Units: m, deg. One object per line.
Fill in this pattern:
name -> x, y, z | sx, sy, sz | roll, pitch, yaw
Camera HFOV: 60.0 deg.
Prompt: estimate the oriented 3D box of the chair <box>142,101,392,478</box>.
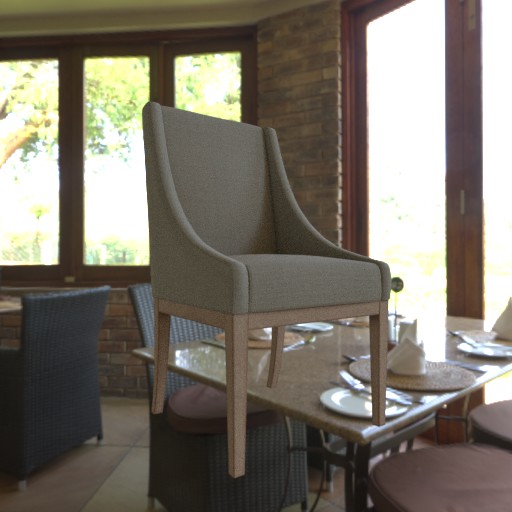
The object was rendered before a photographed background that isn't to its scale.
chair -> 0.000, 0.000, 1.410 | 0.575, 1.021, 0.611 | 0, 0, -36
